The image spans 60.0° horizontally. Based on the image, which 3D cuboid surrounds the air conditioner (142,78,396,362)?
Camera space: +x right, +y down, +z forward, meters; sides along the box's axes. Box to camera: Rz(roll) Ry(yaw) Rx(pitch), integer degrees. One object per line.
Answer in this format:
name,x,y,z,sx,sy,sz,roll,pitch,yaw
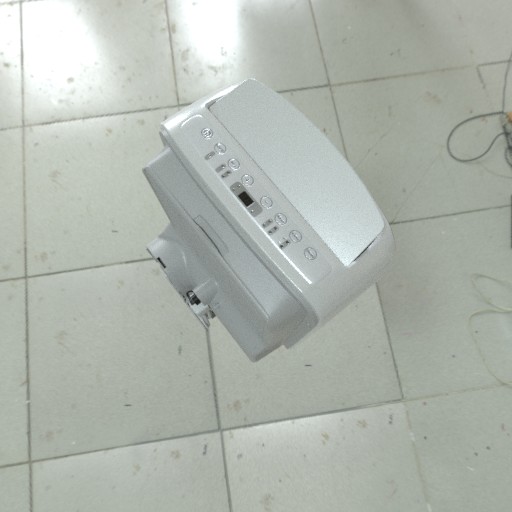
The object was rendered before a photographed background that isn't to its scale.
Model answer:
air conditioner,0.000,0.000,1.060,0.414,0.786,0.449,-37,78,-9
